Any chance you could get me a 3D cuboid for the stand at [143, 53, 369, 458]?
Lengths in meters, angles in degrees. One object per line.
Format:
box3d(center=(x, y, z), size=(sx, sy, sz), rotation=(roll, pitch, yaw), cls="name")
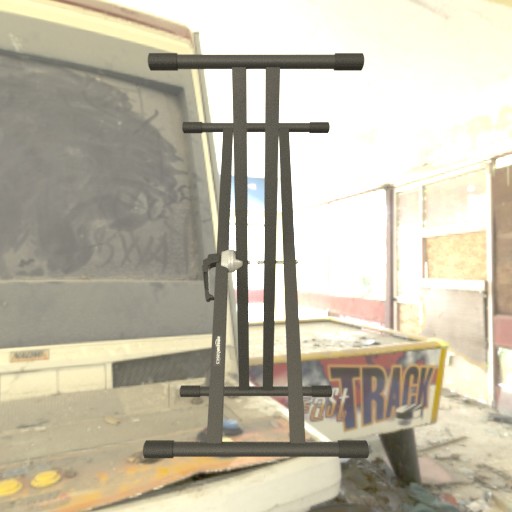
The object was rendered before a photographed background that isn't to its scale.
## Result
box3d(center=(0.000, 0.000, 1.221), size=(0.495, 0.900, 0.503), rotation=(0, -2, 0), cls="stand")
